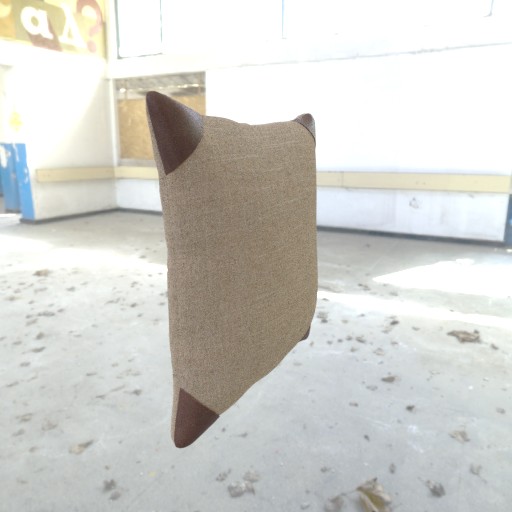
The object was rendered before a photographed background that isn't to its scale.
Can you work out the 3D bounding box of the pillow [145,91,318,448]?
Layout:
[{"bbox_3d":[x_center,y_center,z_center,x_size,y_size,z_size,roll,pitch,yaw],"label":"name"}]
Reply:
[{"bbox_3d":[0.000,0.000,0.691,0.147,0.448,0.437,8,16,27],"label":"pillow"}]
